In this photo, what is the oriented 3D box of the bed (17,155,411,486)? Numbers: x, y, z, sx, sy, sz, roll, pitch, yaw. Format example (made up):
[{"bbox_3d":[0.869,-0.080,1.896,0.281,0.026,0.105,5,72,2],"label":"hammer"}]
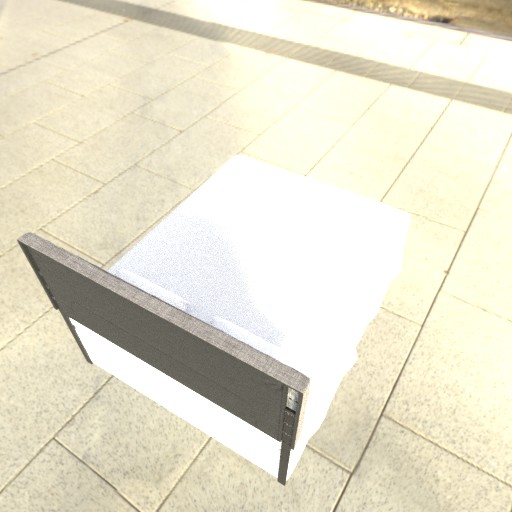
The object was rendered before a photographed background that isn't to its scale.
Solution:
[{"bbox_3d":[0.000,0.000,2.901,1.621,1.168,1.958,23,51,21],"label":"bed"}]
